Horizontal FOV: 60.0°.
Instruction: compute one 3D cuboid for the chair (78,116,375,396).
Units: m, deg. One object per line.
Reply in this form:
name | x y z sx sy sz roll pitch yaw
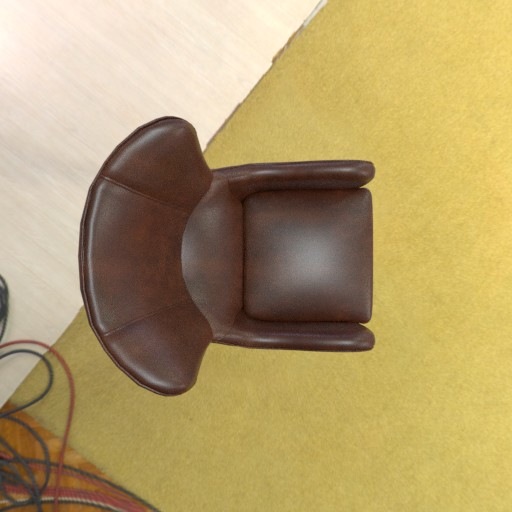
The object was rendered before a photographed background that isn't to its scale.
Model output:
chair | 0.000 0.000 1.598 0.914 1.048 0.692 0 90 -2
